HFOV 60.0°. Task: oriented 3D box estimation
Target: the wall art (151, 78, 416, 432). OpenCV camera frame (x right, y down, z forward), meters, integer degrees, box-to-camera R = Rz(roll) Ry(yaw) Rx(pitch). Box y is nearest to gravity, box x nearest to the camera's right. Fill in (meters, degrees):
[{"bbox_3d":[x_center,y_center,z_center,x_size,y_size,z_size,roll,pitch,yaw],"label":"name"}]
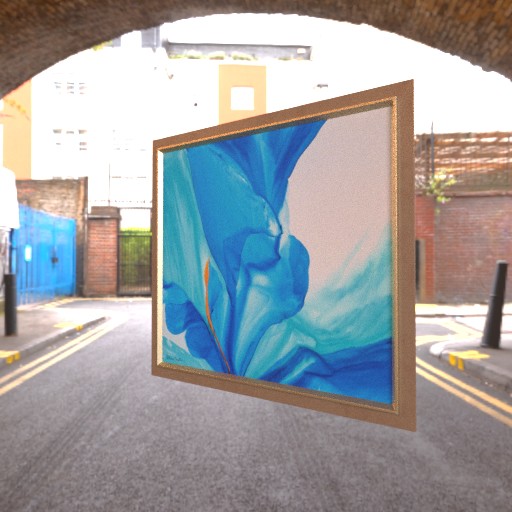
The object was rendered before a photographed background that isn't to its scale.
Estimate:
[{"bbox_3d":[0.000,0.000,1.672,1.168,1.067,0.025,-1,-1,36],"label":"wall art"}]
